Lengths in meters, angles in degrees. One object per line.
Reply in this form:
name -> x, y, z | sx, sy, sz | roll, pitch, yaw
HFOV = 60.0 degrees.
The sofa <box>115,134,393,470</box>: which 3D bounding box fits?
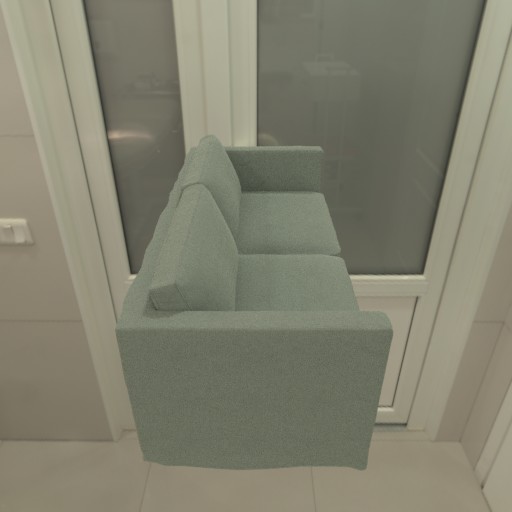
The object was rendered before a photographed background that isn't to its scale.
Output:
sofa -> 0.000, 0.000, 2.422 | 0.940, 0.870, 1.987 | 0, 31, 0
